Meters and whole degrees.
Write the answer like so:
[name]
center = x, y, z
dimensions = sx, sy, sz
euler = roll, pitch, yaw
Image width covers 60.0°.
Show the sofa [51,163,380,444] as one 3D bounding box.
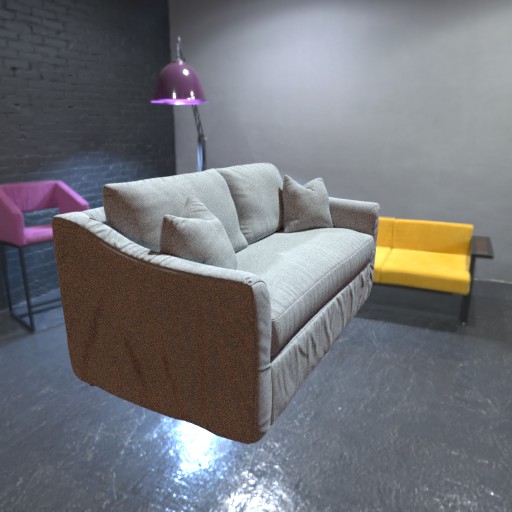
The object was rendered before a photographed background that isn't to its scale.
[sofa]
center = 0.000, 0.000, 2.686
dimensions = 1.072, 1.018, 2.010
euler = 8, 18, 26
